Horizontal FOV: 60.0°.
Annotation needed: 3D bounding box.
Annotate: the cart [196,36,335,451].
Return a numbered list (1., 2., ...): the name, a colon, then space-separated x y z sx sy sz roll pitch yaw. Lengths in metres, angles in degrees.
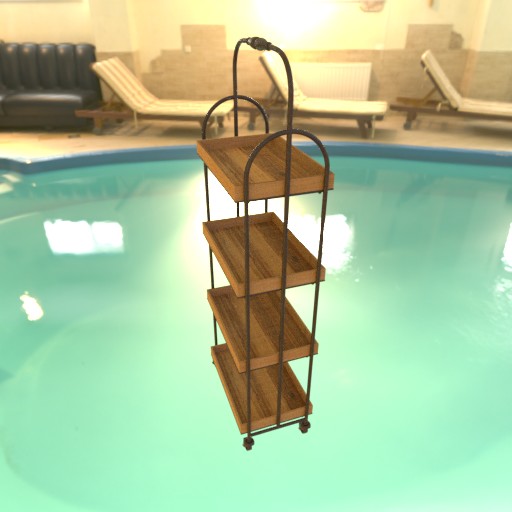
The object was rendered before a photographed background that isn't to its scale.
1. cart: 0.000 0.000 1.664 0.308 1.481 0.581 -10 32 -16
